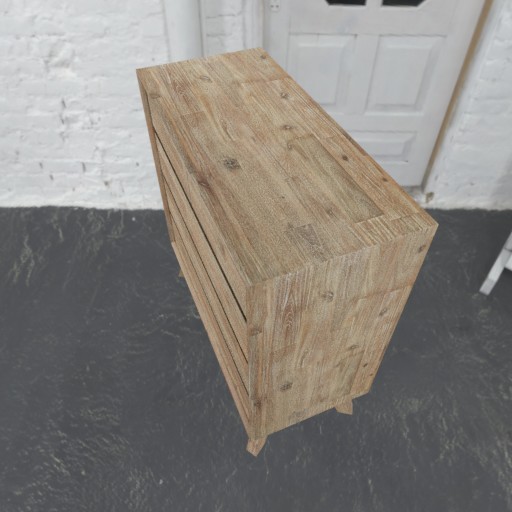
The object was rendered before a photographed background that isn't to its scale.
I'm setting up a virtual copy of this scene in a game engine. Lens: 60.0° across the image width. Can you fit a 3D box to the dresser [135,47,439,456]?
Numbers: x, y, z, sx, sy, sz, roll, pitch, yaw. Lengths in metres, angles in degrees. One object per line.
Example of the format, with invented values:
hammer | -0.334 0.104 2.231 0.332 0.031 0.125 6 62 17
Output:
dresser | 0.000 0.000 1.605 0.455 1.029 0.998 -17 50 -15
